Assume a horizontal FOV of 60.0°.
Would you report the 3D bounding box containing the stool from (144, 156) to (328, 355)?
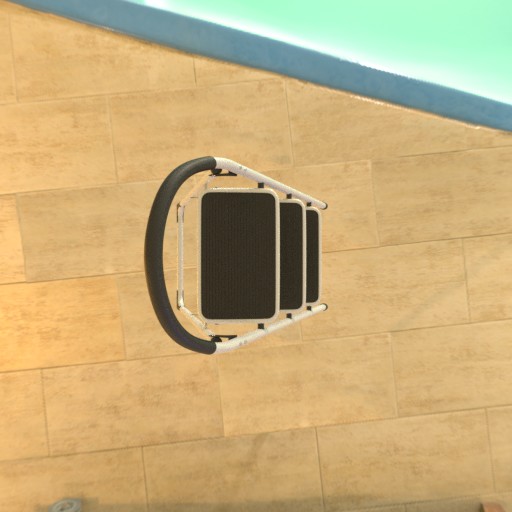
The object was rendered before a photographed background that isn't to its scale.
[{"bbox_3d":[0.000,0.000,1.441,0.676,1.109,0.485,0,90,-2],"label":"stool"}]
